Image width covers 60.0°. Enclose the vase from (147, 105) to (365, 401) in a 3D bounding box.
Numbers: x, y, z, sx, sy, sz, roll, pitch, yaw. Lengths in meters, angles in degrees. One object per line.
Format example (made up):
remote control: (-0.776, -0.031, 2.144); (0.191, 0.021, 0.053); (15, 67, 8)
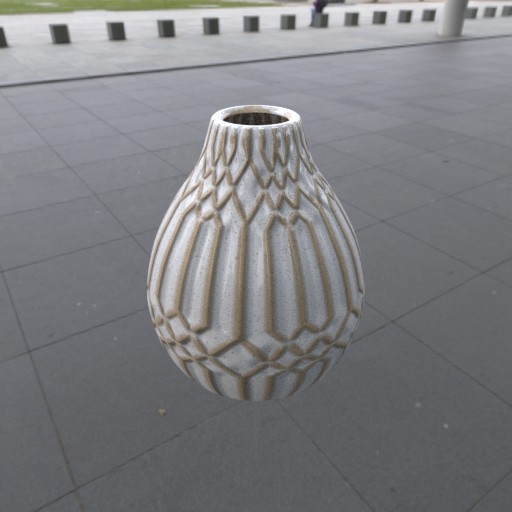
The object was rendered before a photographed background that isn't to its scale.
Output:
vase: (0.000, 0.000, 0.320); (0.159, 0.200, 0.159); (0, 32, 0)
